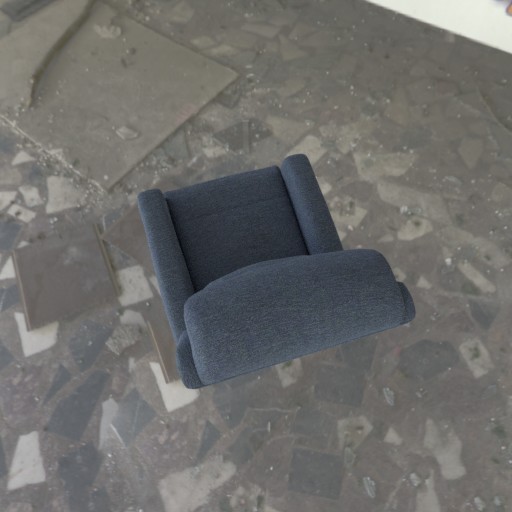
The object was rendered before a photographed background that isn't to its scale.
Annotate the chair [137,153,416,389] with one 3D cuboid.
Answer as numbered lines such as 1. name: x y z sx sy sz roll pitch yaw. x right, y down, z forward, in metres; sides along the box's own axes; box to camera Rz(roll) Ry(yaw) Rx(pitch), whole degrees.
1. chair: 0.000 0.000 1.734 0.798 1.013 1.043 -15 62 -9
